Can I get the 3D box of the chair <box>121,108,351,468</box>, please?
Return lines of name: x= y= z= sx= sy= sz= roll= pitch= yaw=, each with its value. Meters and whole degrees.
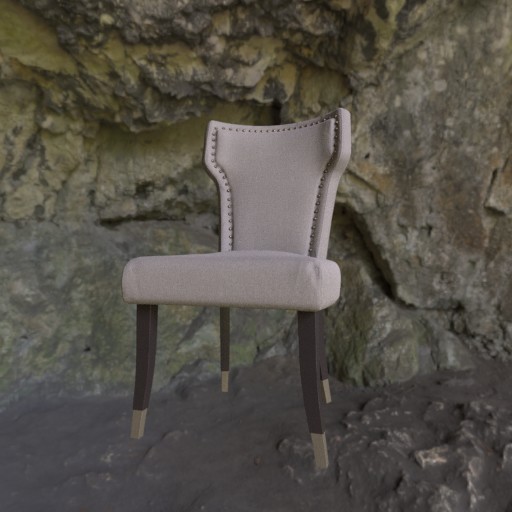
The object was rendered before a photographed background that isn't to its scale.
chair: x=0.000 y=0.000 z=1.326 sx=0.526 sy=0.955 sz=0.630 roll=0 pitch=0 yaw=19
